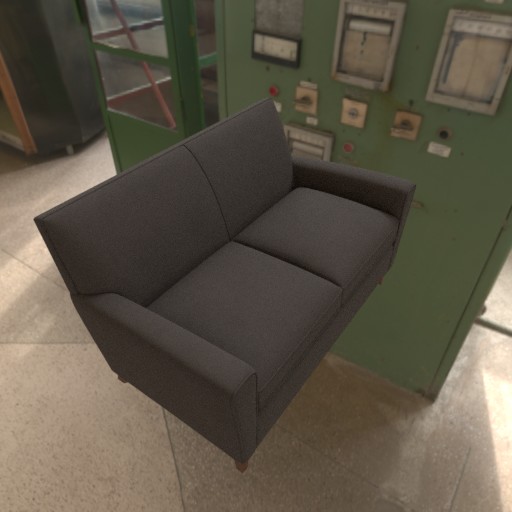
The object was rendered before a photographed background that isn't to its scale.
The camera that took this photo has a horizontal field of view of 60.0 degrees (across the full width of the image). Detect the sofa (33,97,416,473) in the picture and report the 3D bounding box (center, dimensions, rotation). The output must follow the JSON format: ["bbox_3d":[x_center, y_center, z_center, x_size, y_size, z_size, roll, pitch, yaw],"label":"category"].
[{"bbox_3d":[0.000,0.000,1.959,0.871,0.846,1.420,25,46,27],"label":"sofa"}]
